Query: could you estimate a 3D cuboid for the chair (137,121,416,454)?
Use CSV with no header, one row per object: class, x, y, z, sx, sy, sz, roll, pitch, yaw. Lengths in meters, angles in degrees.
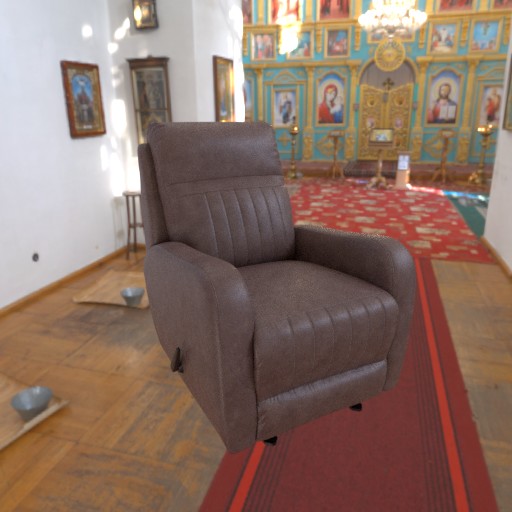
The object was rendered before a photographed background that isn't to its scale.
chair,0.000,0.000,1.831,0.865,1.067,1.067,-9,19,-28
